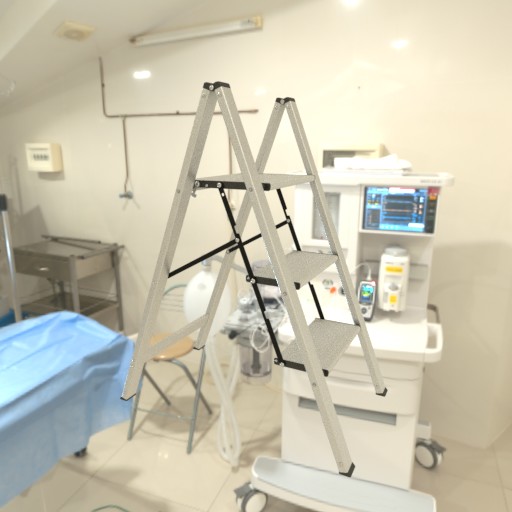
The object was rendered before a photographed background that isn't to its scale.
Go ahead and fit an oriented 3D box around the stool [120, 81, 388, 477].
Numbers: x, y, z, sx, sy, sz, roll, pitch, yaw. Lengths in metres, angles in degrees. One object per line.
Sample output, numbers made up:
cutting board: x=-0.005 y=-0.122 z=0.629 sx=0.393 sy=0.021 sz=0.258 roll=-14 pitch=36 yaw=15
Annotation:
stool: x=0.000 y=0.000 z=1.289 sx=0.730 sy=0.902 sz=0.441 roll=7 pitch=16 yaw=26
